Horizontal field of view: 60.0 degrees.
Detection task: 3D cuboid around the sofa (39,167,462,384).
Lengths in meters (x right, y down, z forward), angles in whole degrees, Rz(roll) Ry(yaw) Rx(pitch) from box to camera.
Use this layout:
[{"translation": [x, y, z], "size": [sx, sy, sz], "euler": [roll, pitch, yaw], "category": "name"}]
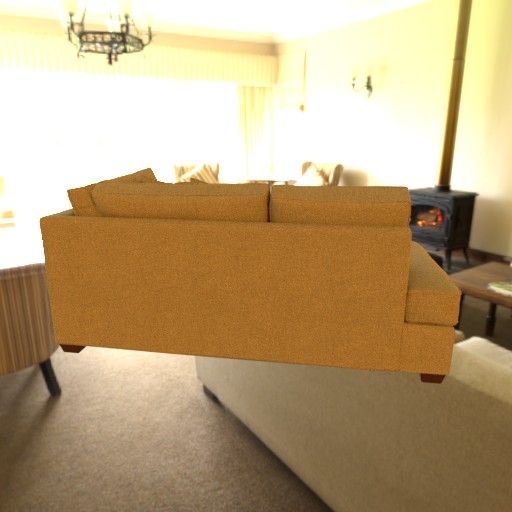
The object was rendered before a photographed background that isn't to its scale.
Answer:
[{"translation": [0.000, 0.000, 2.830], "size": [2.238, 1.019, 1.110], "euler": [3, 16, 9], "category": "sofa"}]
